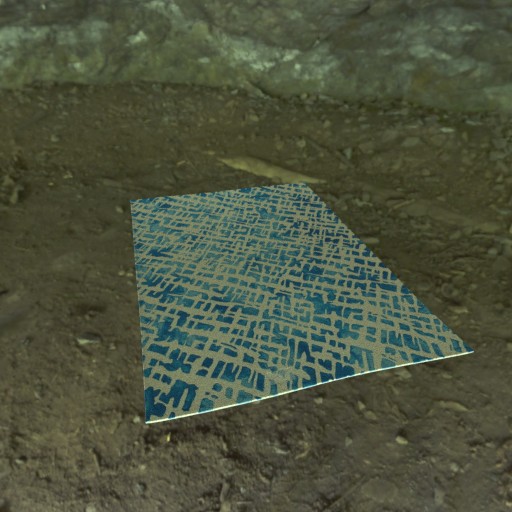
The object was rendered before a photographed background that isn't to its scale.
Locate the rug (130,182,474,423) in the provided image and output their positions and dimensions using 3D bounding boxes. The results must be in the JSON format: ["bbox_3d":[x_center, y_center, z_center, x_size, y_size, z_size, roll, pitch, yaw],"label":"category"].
[{"bbox_3d":[0.000,0.000,2.280,1.209,0.011,1.830,-8,31,-13],"label":"rug"}]
